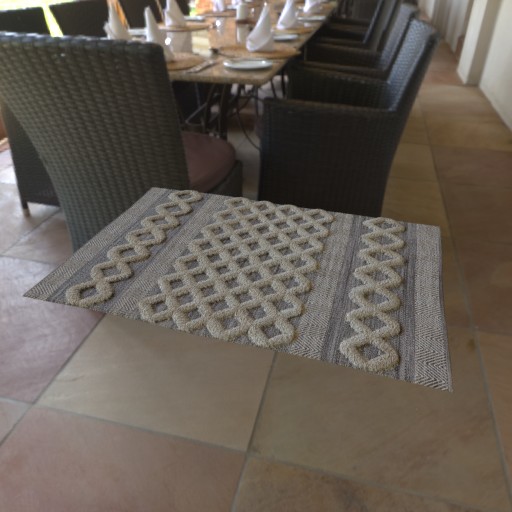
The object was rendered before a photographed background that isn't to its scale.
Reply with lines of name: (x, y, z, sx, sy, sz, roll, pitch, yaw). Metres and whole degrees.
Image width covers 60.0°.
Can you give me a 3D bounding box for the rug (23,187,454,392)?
rug: (0.000, 0.000, 2.253, 1.823, 0.030, 1.222, 10, 35, 14)
